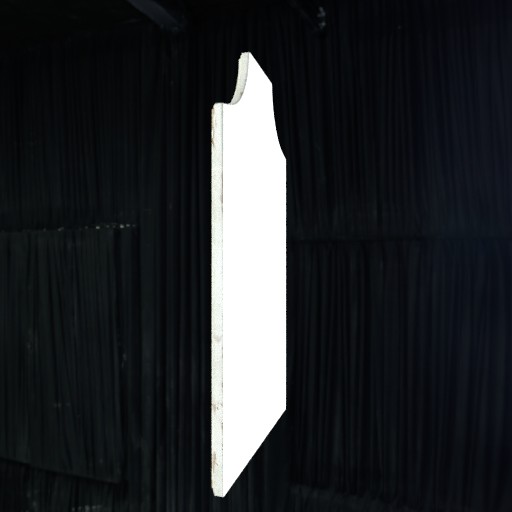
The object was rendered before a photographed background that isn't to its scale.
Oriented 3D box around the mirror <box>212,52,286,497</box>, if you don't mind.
[{"bbox_3d":[0.000,0.000,0.853,0.022,0.717,0.403,0,0,17],"label":"mirror"}]
